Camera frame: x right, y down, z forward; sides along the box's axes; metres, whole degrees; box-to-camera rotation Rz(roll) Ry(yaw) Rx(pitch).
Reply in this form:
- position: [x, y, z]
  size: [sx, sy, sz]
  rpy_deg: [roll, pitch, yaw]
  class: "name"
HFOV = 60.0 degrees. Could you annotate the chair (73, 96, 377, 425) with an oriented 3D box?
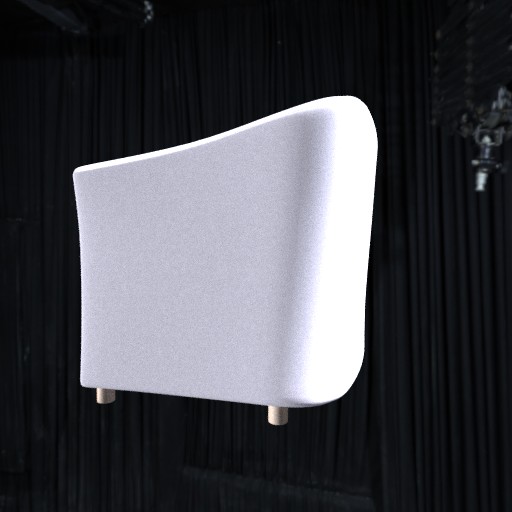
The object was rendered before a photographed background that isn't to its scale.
- position: [0.000, 0.000, 1.339]
  size: [0.700, 0.720, 0.790]
  rpy_deg: [0, 1, 17]
  class: "chair"
